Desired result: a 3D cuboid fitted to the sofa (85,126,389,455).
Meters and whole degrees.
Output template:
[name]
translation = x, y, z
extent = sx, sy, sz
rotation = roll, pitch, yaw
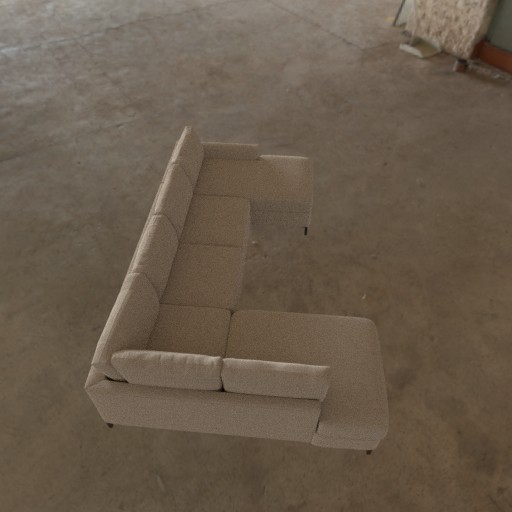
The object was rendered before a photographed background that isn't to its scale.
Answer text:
[sofa]
translation = 0.000, 0.000, 3.899
extent = 1.989, 0.862, 2.984
rotation = 4, 47, 3
